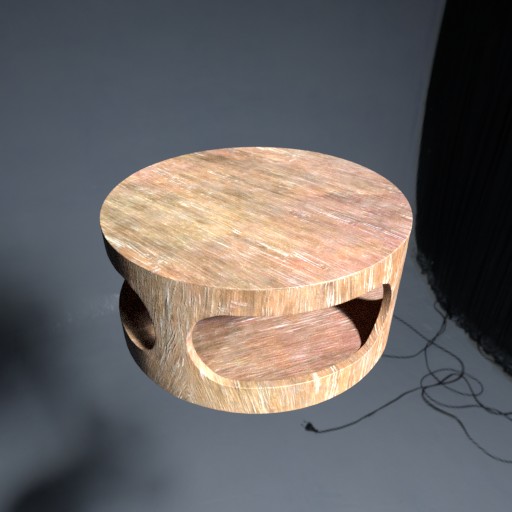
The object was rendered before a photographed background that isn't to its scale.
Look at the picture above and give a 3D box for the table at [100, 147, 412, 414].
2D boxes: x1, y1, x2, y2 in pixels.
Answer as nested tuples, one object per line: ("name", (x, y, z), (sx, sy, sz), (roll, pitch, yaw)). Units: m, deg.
("table", (0.000, 0.000, 1.561), (0.974, 0.450, 0.974), (0, 33, 0))
